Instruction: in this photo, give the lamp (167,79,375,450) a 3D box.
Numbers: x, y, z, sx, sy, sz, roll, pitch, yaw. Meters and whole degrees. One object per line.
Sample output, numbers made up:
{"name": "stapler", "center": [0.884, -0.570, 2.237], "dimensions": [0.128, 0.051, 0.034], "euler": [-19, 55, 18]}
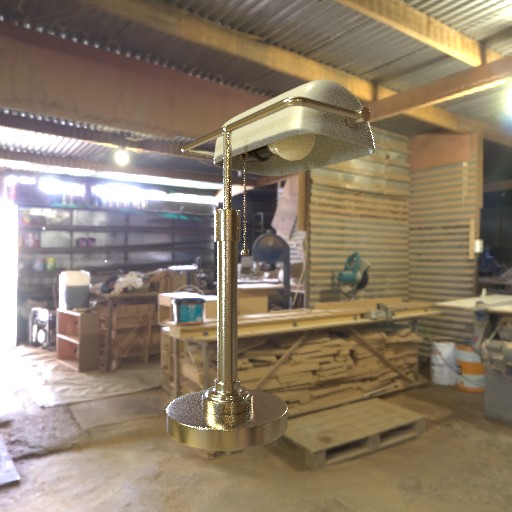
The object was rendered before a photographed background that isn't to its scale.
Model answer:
{"name": "lamp", "center": [0.000, 0.000, 0.555], "dimensions": [0.227, 0.404, 0.269], "euler": [0, 0, -35]}
